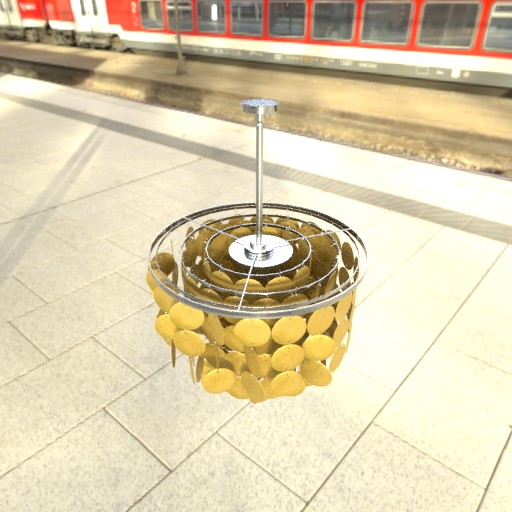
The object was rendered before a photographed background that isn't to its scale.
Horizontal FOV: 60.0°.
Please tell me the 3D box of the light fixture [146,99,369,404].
[{"bbox_3d":[0.000,0.000,0.736,0.368,0.492,0.368,0,31,0],"label":"light fixture"}]
